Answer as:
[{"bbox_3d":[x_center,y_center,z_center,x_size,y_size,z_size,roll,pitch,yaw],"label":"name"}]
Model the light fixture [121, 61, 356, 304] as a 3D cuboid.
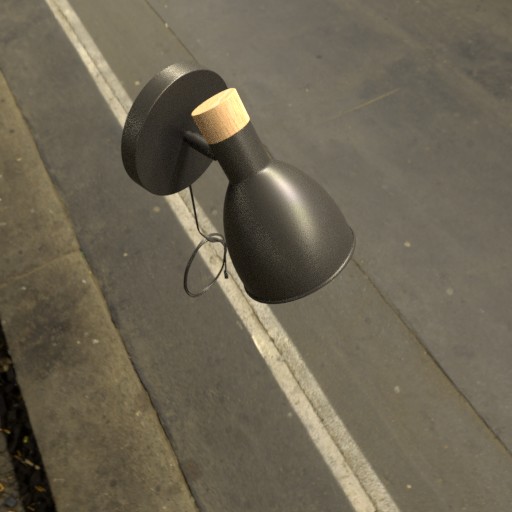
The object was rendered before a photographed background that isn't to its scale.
[{"bbox_3d":[0.000,0.000,0.500,0.203,0.401,0.127,34,64,19],"label":"light fixture"}]
